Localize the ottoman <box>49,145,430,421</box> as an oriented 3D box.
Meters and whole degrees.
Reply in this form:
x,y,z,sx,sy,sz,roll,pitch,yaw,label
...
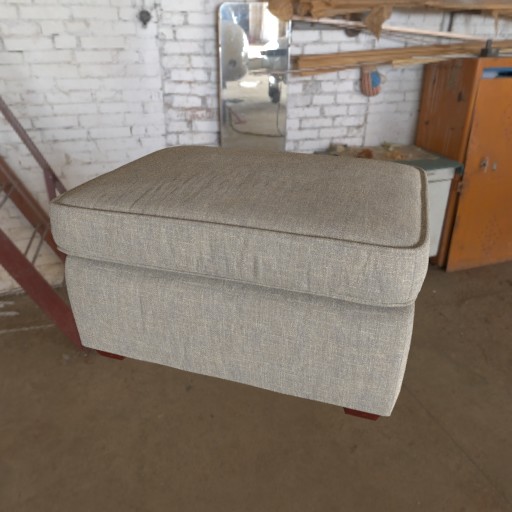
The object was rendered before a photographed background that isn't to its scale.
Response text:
x,y,z,sx,sy,sz,roll,pitch,yaw,label
0.000,0.000,1.102,0.762,0.457,0.559,8,28,16,ottoman
